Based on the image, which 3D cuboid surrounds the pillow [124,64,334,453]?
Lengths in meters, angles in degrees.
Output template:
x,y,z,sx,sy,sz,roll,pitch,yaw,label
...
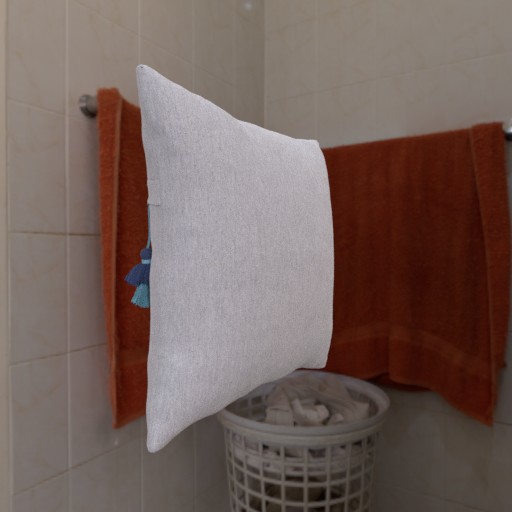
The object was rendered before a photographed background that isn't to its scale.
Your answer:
x,y,z,sx,sy,sz,roll,pitch,yaw,label
0.000,0.000,0.671,0.173,0.436,0.433,1,1,35,pillow
